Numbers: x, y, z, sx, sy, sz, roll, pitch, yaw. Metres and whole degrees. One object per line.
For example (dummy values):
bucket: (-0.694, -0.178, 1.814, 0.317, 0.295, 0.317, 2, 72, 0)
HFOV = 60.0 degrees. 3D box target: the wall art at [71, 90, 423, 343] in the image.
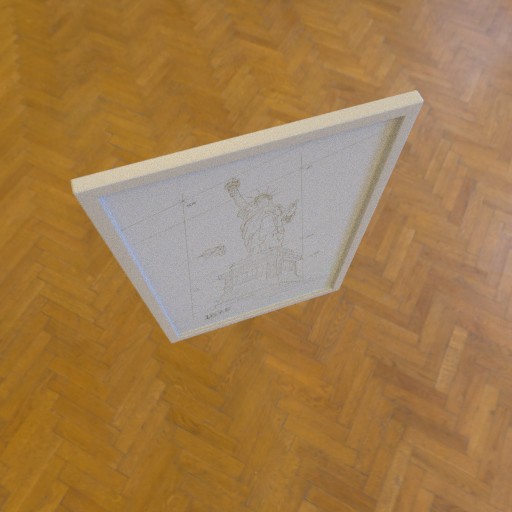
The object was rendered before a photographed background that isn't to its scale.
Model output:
wall art: (0.000, 0.000, 1.036, 0.556, 0.813, 0.026, -17, 65, -8)
